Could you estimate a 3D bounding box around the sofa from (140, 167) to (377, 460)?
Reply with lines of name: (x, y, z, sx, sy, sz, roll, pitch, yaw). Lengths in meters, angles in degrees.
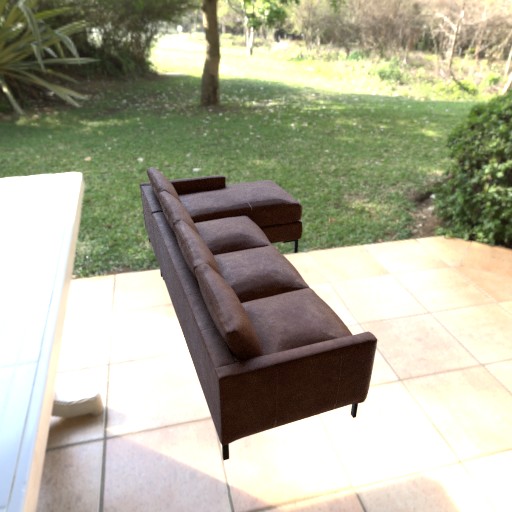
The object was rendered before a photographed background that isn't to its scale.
sofa: (0.000, 0.000, 3.650, 1.471, 0.859, 2.993, -10, 30, -18)
